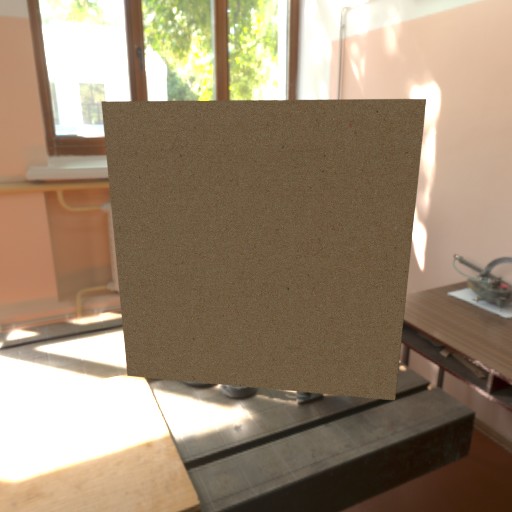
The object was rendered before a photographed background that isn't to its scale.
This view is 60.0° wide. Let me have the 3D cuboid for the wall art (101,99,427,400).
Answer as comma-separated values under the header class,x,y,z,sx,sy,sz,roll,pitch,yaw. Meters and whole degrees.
class,x,y,z,sx,sy,sz,roll,pitch,yaw
wall art,0.000,0.000,1.169,0.773,0.775,0.031,3,17,9
